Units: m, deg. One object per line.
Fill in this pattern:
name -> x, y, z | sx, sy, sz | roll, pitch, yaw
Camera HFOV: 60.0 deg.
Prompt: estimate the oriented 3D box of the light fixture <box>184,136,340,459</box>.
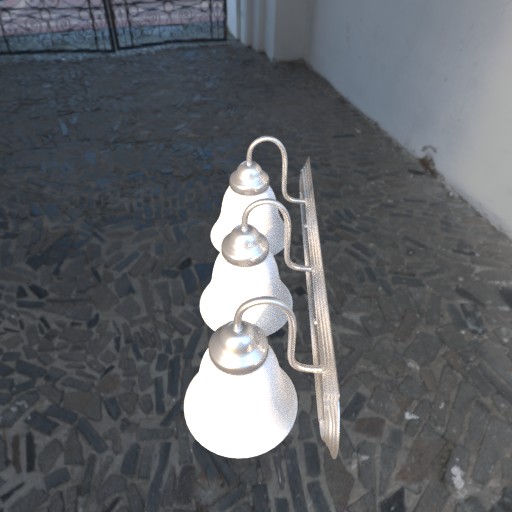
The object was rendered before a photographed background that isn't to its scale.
light fixture -> 0.000, 0.000, 0.712 | 0.199, 0.222, 0.610 | 1, 42, 1
